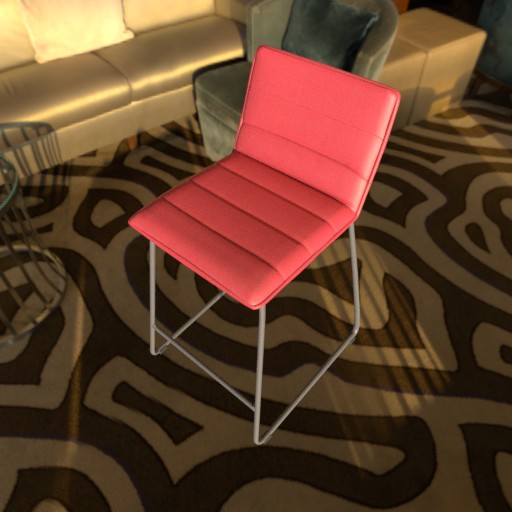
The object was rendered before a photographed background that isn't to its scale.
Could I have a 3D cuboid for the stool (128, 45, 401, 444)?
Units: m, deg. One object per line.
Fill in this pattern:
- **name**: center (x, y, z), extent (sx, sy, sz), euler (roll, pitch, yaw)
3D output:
- **stool**: center (0.000, 0.000, 1.176), extent (0.489, 0.866, 0.524), euler (32, 54, 26)
